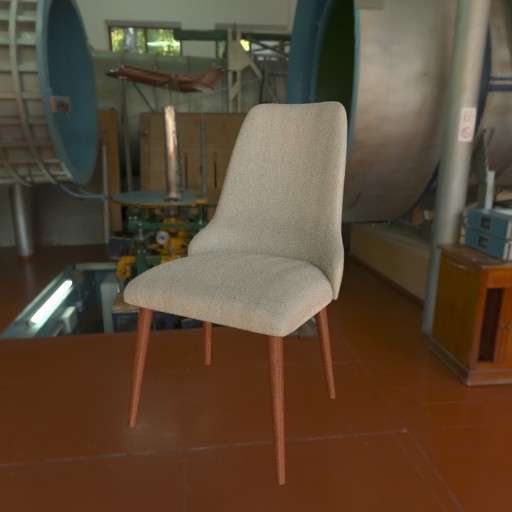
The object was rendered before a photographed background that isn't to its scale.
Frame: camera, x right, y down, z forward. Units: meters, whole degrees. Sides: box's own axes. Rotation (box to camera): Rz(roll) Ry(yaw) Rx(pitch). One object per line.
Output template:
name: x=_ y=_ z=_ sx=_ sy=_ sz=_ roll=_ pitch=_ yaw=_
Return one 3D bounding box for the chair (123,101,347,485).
chair: x=0.000 y=0.000 z=1.345 sx=0.526 sy=0.917 sz=0.684 roll=8 pitch=17 yaw=26
